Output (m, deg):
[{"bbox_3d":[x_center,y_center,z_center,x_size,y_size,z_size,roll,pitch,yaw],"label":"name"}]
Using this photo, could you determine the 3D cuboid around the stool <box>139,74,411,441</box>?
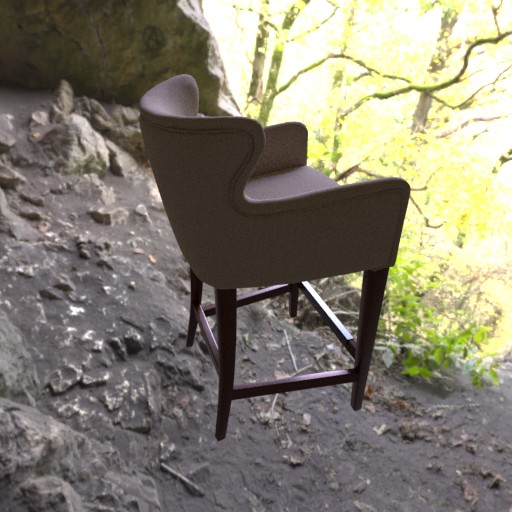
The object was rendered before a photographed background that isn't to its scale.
[{"bbox_3d":[0.000,0.000,1.322,0.570,0.951,0.601,-10,32,-17],"label":"stool"}]
